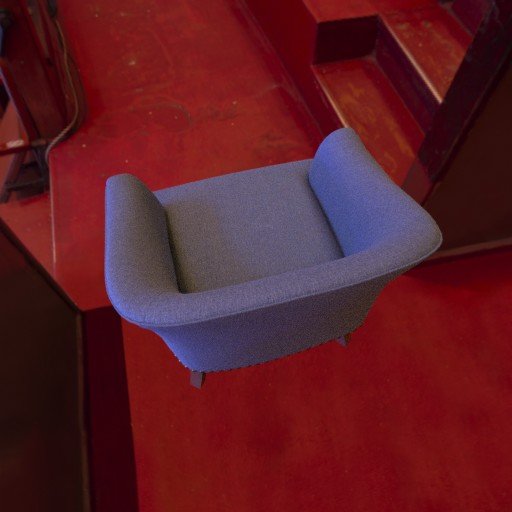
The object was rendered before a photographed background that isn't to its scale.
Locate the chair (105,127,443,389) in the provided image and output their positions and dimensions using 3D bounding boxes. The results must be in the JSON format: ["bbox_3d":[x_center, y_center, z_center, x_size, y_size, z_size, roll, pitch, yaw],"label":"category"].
[{"bbox_3d":[0.000,0.000,1.377,0.798,0.815,0.704,-13,60,-8],"label":"chair"}]
